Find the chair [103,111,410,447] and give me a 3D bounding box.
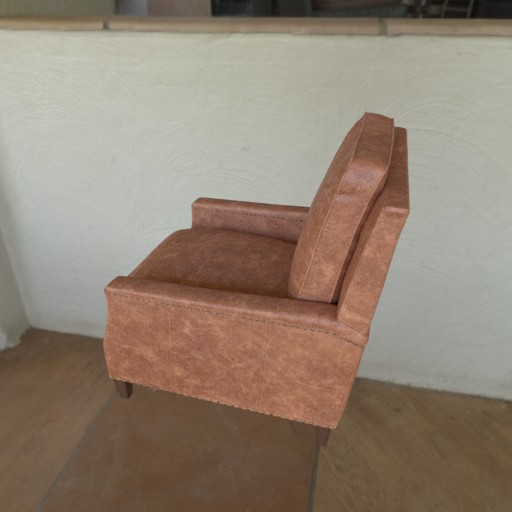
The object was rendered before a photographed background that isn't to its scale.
[{"bbox_3d":[0.000,0.000,1.785,1.035,1.054,0.854,8,31,14],"label":"chair"}]
